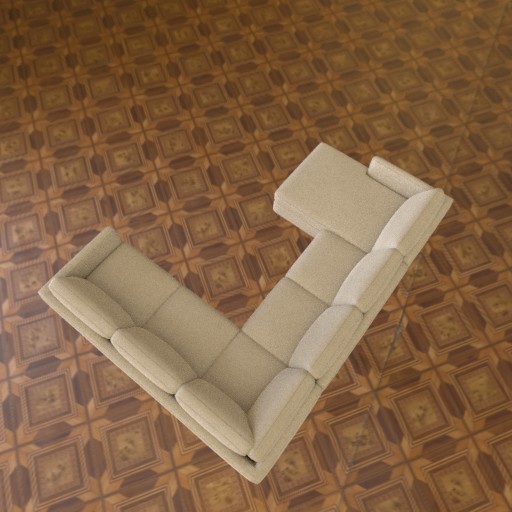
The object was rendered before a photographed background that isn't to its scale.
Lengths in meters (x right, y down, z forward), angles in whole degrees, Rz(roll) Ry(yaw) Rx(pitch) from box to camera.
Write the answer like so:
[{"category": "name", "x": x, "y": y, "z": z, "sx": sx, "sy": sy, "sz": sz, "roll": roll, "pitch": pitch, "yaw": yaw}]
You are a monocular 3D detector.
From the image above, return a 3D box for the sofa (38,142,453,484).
[{"category": "sofa", "x": 0.000, "y": 0.000, "z": 4.431, "sx": 2.551, "sy": 0.853, "sz": 3.238, "roll": 35, "pitch": 69, "yaw": 16}]
